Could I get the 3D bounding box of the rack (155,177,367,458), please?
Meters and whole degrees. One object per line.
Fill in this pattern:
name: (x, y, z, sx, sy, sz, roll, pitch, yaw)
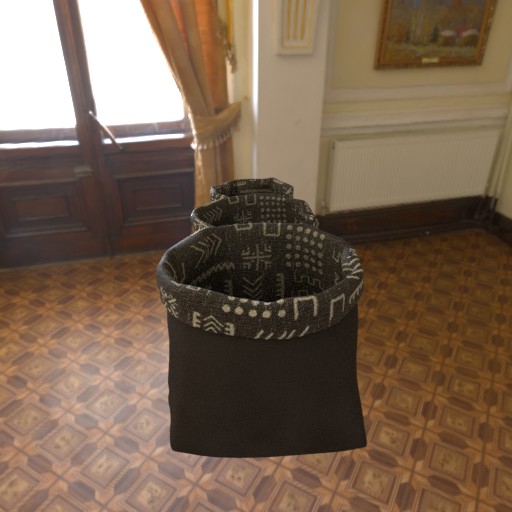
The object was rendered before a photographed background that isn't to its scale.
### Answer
rack: (0.000, 0.000, 1.097, 0.379, 0.323, 0.905, -1, 29, -2)
